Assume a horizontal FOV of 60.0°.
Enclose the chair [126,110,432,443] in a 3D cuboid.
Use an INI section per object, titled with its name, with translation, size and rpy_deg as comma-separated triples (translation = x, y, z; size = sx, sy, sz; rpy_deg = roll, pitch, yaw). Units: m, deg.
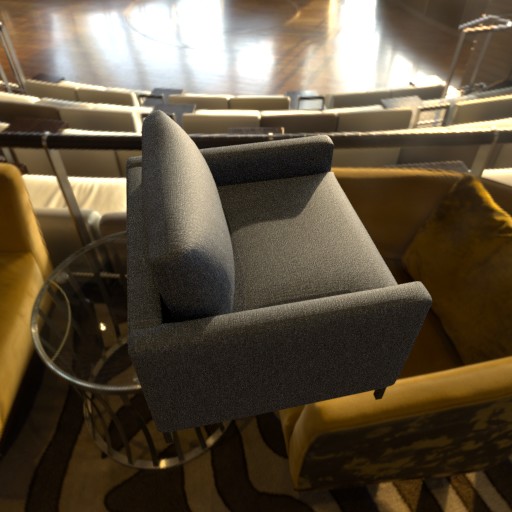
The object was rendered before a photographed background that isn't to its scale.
[chair]
translation = 0.000, 0.000, 1.639
size = 0.866, 0.861, 0.963
rpy_deg = -9, 46, -8
